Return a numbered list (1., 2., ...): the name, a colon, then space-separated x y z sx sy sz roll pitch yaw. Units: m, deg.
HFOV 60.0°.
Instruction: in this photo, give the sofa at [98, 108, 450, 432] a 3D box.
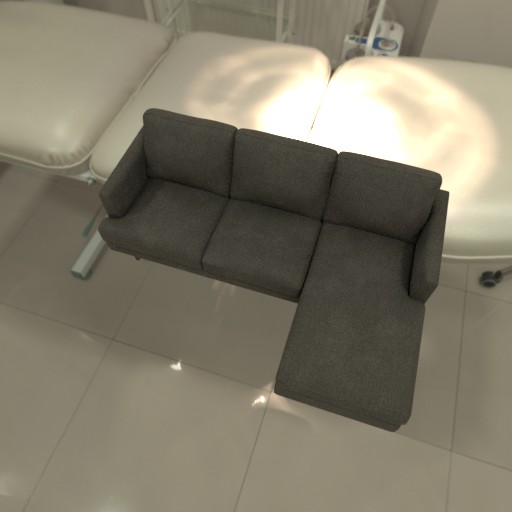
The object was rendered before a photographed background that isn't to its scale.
1. sofa: 0.000 0.000 2.927 2.233 0.956 1.504 15 59 9
